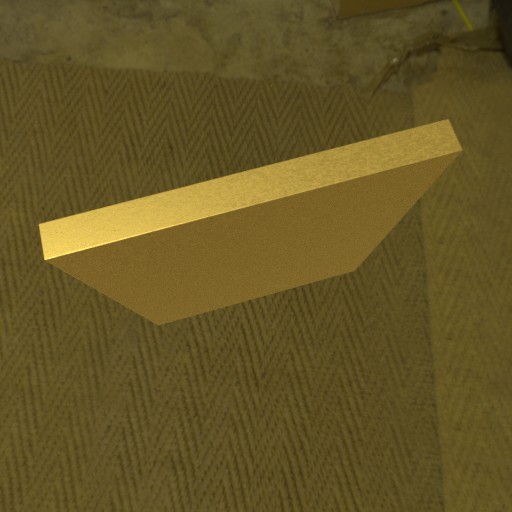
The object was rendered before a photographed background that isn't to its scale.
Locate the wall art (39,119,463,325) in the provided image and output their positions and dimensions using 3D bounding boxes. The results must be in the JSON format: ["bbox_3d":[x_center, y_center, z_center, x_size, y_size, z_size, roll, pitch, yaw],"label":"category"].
[{"bbox_3d":[0.000,0.000,0.862,0.537,0.642,0.048,-15,75,-4],"label":"wall art"}]
